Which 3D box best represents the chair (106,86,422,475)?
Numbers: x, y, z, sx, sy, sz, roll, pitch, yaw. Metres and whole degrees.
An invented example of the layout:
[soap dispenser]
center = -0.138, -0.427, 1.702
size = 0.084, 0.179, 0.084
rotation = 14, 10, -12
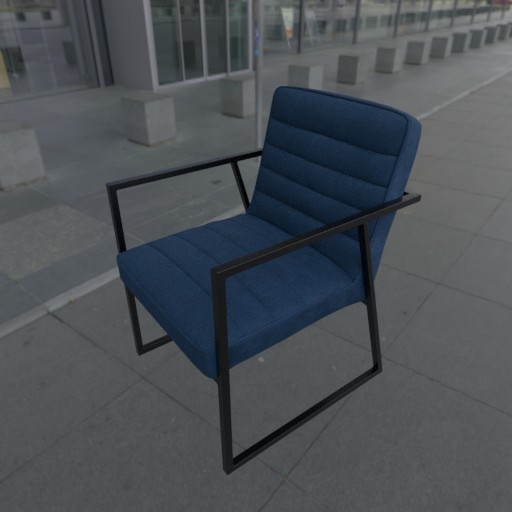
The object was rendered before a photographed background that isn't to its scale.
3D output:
[chair]
center = 0.000, 0.000, 1.285
size = 0.677, 0.833, 0.571
rotation = -21, 36, -31
